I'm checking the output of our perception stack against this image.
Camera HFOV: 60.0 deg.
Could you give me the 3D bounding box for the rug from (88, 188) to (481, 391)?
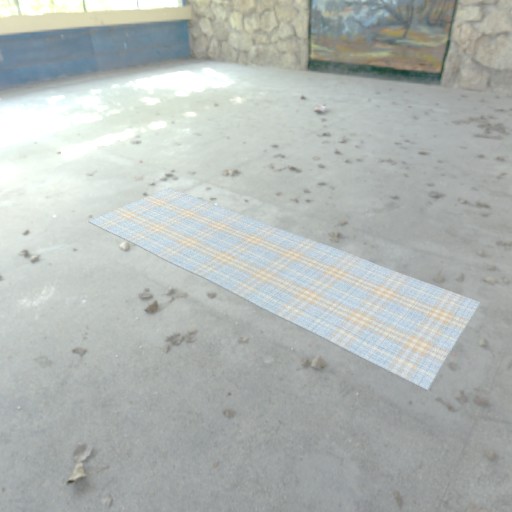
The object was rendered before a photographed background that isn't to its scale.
[{"bbox_3d":[0.000,0.000,2.740,2.439,0.013,0.762,23,38,32],"label":"rug"}]
